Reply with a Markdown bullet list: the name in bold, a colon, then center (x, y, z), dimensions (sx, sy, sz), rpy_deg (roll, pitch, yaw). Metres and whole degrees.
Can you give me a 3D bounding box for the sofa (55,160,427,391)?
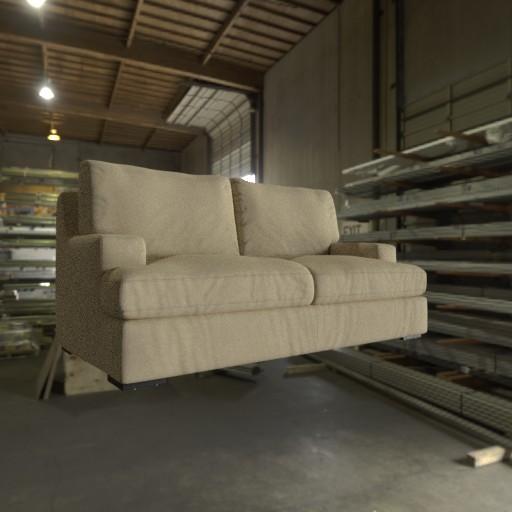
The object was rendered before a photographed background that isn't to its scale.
- **sofa**: center (0.000, 0.000, 2.437), dimensions (1.885, 0.967, 0.962), rpy_deg (0, -1, -36)
